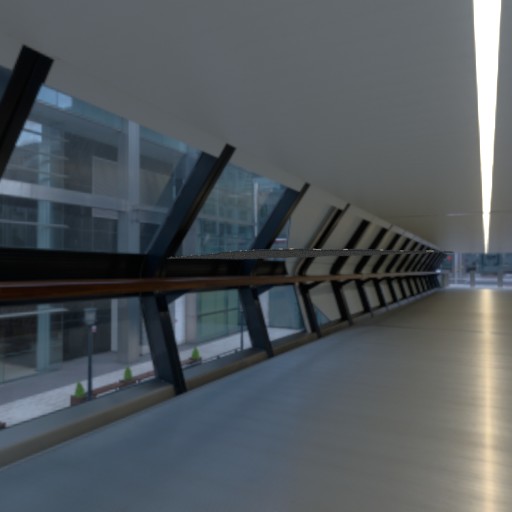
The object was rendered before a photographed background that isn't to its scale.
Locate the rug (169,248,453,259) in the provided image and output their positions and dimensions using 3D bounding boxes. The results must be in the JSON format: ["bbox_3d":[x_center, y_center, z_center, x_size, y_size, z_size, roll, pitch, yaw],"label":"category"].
[{"bbox_3d":[0.000,0.000,2.740,0.807,0.010,2.476,0,-1,-18],"label":"rug"}]
